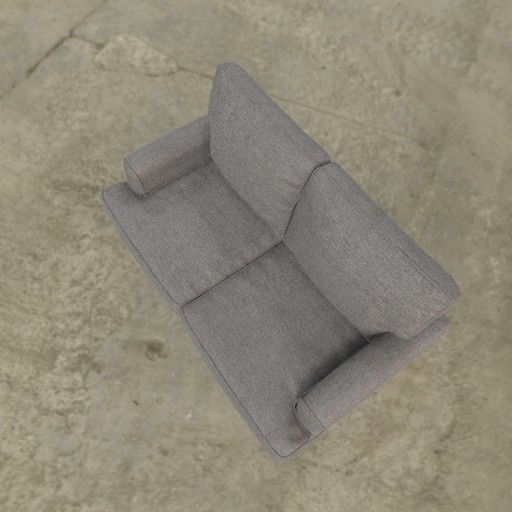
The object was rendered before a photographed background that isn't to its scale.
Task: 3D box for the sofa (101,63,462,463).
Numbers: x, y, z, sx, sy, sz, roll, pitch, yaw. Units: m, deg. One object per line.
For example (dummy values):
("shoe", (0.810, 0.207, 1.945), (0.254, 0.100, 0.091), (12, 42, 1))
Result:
("sofa", (0.000, 0.000, 2.175), (0.965, 0.965, 1.651), (-33, 68, -15))
